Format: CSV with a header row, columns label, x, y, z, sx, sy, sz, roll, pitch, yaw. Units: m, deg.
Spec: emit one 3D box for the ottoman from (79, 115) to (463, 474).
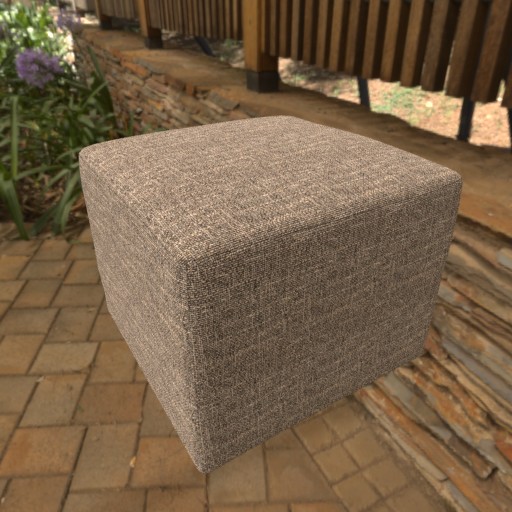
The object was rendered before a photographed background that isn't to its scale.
label,x,y,z,sx,sy,sz,roll,pitch,yaw
ottoman,0.000,0.000,0.885,0.521,0.453,0.512,-18,35,-27
